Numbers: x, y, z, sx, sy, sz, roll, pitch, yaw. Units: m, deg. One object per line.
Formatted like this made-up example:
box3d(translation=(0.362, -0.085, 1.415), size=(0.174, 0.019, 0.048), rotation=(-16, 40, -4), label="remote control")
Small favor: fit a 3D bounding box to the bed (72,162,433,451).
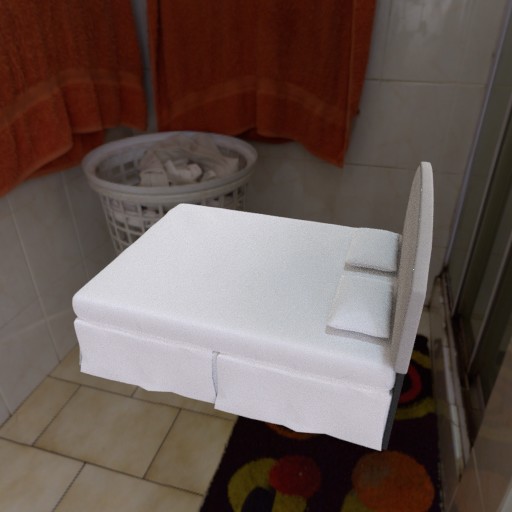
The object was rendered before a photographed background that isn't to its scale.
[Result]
box3d(translation=(0.000, 0.000, 2.954), size=(1.999, 1.270, 1.558), rotation=(10, 32, 16), label="bed")
